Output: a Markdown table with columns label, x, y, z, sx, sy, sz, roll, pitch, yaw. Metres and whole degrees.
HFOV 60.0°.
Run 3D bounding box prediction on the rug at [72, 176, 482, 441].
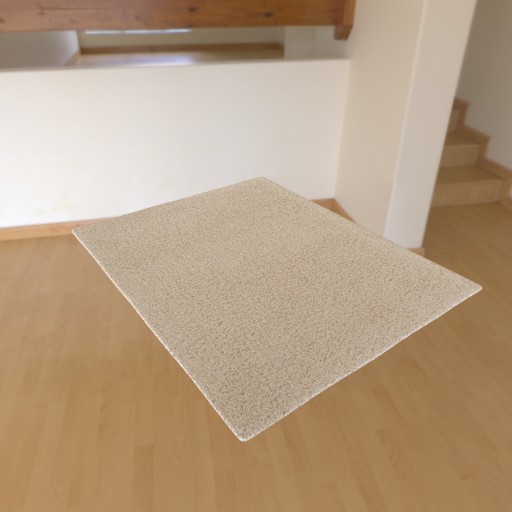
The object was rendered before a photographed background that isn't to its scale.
| label | x | y | z | sx | sy | sz | roll | pitch | yaw |
| --- | --- | --- | --- | --- | --- | --- | --- | --- | --- |
| rug | 0.000 | 0.000 | 4.091 | 2.438 | 0.029 | 3.047 | -21 | 38 | -30 |
